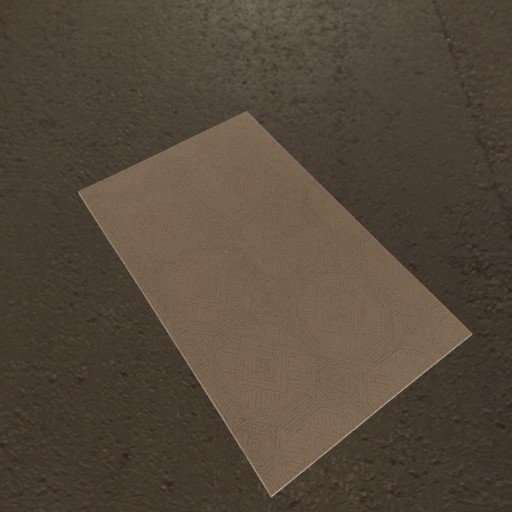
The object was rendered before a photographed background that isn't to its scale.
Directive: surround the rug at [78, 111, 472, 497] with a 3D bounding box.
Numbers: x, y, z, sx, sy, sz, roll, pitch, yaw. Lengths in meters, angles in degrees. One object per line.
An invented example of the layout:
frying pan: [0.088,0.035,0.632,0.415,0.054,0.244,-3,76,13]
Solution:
rug: [0.000,0.000,3.001,1.524,0.008,2.440,-31,63,-18]
